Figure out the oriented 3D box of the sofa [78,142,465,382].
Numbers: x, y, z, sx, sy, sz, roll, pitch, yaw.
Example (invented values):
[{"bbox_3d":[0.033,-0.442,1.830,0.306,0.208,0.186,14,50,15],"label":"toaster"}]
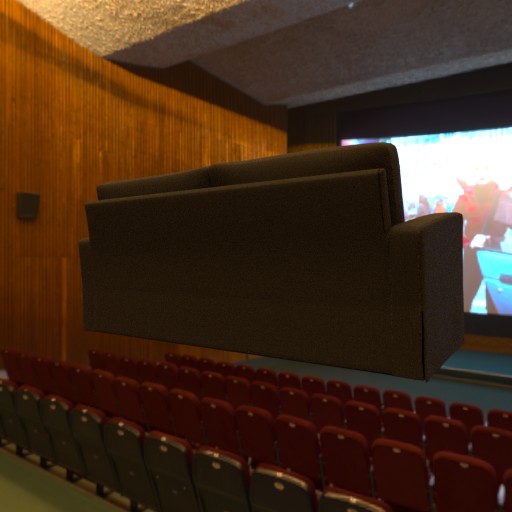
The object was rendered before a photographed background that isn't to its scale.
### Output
[{"bbox_3d":[0.000,0.000,2.279,1.852,0.839,0.898,0,0,34],"label":"sofa"}]
